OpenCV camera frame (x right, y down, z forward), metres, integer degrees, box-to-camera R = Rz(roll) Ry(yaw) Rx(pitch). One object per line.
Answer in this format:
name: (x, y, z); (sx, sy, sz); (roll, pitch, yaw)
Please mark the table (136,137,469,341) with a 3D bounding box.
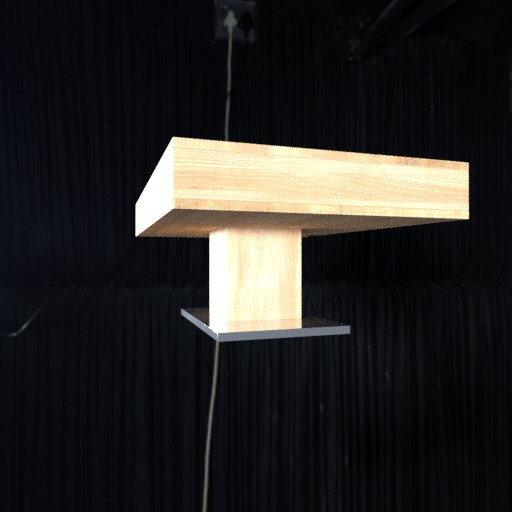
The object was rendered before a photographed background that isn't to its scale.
table: (0.000, 0.000, 1.463); (0.700, 0.440, 1.100); (0, 0, -19)
